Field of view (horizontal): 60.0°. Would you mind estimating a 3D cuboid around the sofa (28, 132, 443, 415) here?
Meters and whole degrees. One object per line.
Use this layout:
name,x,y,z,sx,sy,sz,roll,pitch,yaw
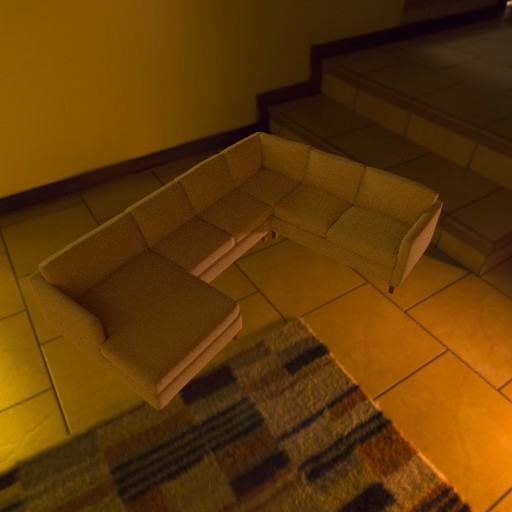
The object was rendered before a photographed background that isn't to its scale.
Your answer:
sofa,0.000,0.000,4.555,2.594,0.961,3.460,27,48,27
